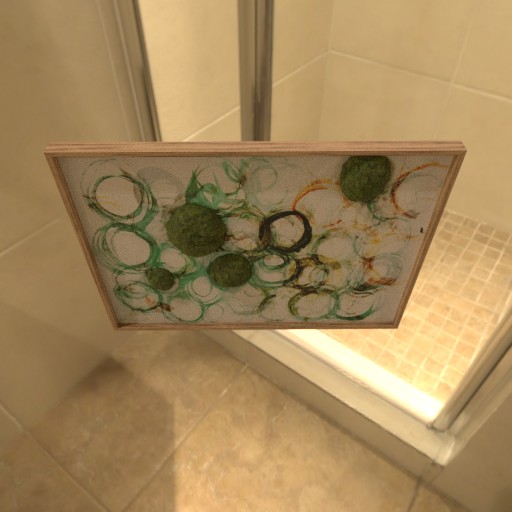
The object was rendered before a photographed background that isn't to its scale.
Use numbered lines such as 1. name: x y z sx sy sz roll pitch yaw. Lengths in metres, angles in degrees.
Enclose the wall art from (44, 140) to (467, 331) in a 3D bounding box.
1. wall art: 0.000 0.000 1.103 0.841 0.609 0.063 0 46 0
